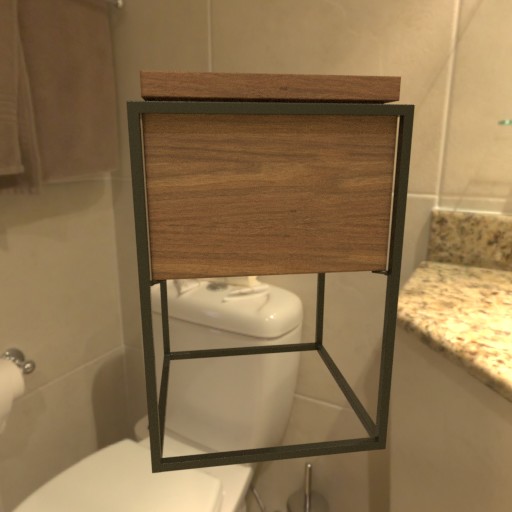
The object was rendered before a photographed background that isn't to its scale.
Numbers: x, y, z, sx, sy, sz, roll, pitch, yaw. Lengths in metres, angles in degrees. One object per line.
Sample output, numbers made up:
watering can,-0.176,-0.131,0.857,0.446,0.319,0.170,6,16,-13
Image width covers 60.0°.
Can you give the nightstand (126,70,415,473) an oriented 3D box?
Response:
nightstand,0.000,0.000,0.855,0.397,0.607,0.397,-2,15,-8
